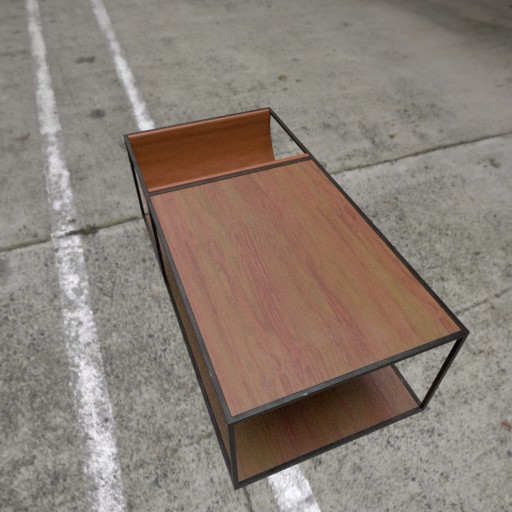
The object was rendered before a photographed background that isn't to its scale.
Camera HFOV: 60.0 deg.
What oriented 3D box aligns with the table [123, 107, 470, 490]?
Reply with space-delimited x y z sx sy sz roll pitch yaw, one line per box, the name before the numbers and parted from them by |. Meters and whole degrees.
table | 0.000 0.000 1.487 0.597 0.403 1.199 -16 47 -15
